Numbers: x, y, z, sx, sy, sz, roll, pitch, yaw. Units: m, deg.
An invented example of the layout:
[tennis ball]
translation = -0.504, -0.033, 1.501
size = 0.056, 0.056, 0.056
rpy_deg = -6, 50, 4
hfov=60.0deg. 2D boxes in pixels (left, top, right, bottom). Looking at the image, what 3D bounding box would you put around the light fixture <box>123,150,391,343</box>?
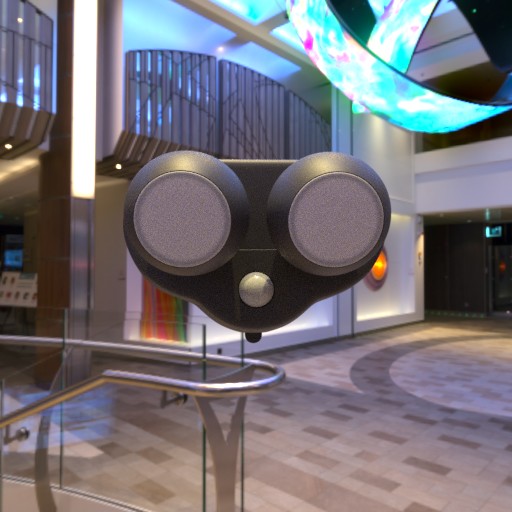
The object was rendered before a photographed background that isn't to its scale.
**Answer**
[light fixture]
translation = 0.000, 0.000, 0.341
size = 0.229, 0.159, 0.159
rpy_deg = 0, -1, -2
